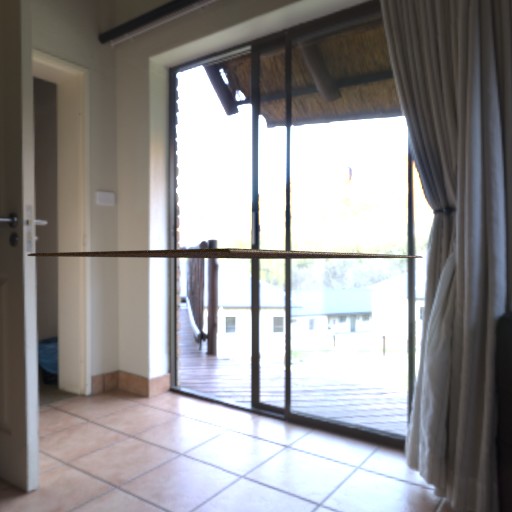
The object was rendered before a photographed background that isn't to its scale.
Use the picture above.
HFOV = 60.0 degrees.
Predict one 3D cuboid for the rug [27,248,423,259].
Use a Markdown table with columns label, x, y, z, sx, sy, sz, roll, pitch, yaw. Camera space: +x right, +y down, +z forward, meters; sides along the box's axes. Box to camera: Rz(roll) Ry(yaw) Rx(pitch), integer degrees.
| label | x | y | z | sx | sy | sz | roll | pitch | yaw |
| --- | --- | --- | --- | --- | --- | --- | --- | --- | --- |
| rug | 0.000 | 0.000 | 2.263 | 1.148 | 0.013 | 1.758 | -1 | -1 | 37 |
